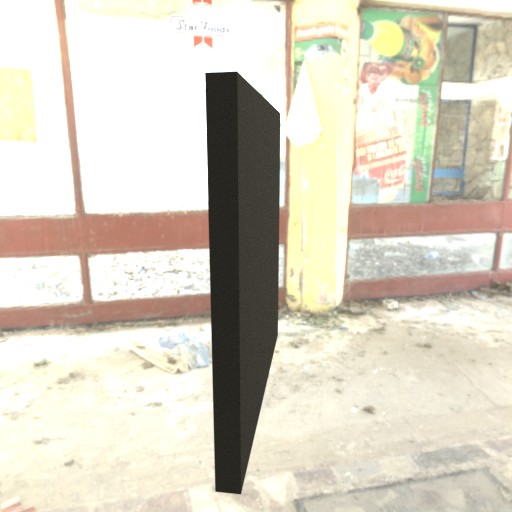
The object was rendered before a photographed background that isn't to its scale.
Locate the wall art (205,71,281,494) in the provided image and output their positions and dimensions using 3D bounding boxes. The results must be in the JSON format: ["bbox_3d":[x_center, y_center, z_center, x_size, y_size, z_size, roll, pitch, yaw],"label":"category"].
[{"bbox_3d":[0.000,0.000,0.685,0.030,0.458,0.462,2,13,8],"label":"wall art"}]
